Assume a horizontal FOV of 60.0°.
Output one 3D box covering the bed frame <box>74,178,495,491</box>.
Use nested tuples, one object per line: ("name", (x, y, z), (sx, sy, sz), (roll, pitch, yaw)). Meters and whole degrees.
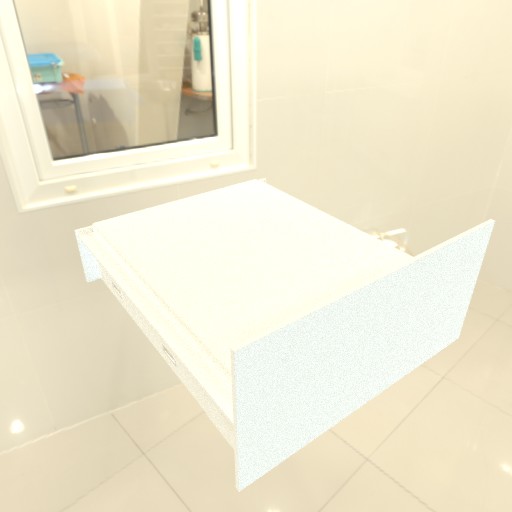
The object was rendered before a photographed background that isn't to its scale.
("bed frame", (0.000, 0.000, 2.756), (1.622, 0.800, 1.960), (-21, 37, -30))
